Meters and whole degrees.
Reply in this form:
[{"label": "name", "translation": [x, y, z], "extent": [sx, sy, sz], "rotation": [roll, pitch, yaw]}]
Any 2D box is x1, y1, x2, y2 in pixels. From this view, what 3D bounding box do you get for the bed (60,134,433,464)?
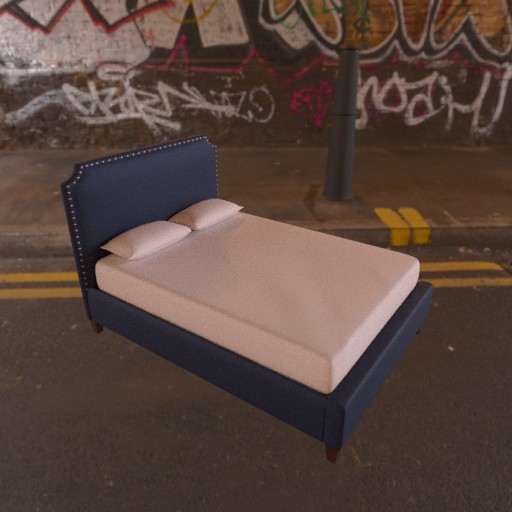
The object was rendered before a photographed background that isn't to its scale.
[{"label": "bed", "translation": [0.000, 0.000, 3.498], "extent": [2.372, 1.443, 1.712], "rotation": [17, 31, 31]}]
